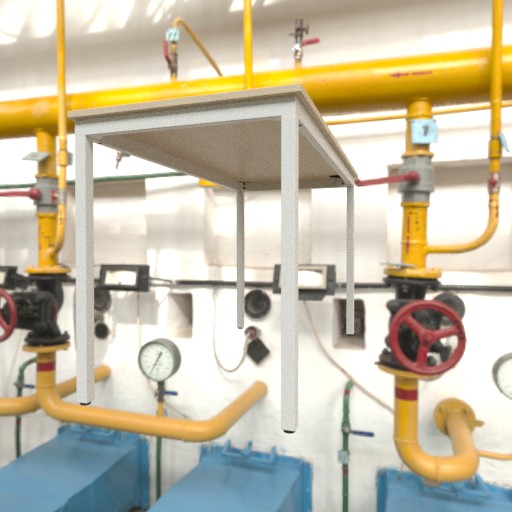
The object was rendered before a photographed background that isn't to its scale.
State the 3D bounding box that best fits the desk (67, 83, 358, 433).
[{"bbox_3d":[0.000,0.000,1.595,0.600,0.750,1.200,0,1,19],"label":"desk"}]
